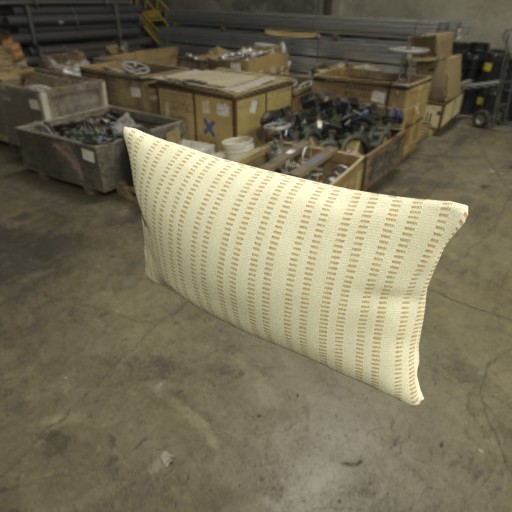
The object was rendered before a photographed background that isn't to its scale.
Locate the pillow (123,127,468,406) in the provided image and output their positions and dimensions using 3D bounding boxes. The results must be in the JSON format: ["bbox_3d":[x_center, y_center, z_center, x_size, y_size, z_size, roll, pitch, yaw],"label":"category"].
[{"bbox_3d":[0.000,0.000,0.777,0.640,0.353,0.210,20,37,30],"label":"pillow"}]
